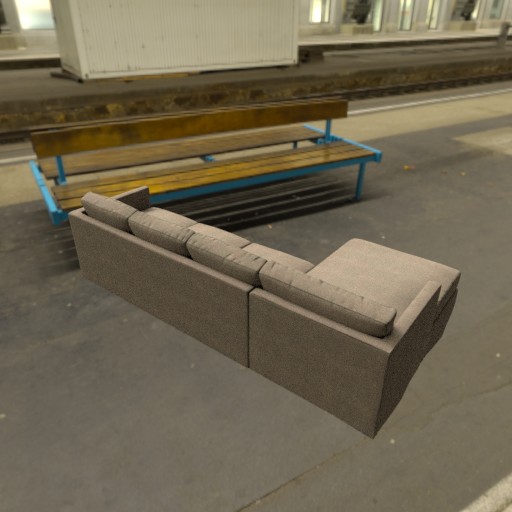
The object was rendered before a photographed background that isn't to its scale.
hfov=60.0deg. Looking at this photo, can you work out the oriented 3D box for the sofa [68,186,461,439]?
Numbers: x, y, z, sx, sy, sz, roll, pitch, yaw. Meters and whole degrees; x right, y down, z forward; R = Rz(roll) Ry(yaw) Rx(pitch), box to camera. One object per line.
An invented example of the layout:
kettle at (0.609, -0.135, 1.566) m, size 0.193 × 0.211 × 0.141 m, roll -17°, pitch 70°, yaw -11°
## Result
sofa at (0.000, 0.000, 3.997) m, size 3.205 × 0.922 × 1.650 m, roll 21°, pitch 36°, yaw 32°
